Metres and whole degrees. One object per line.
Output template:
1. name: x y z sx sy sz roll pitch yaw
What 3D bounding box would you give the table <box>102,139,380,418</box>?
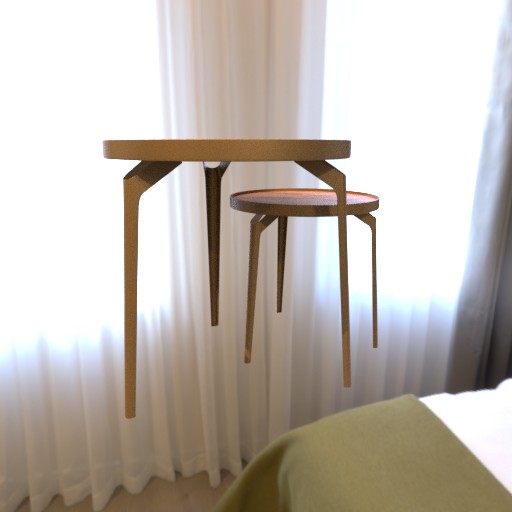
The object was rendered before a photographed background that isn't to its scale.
1. table: 0.000 0.000 1.101 0.751 0.555 0.532 -13 19 -43
